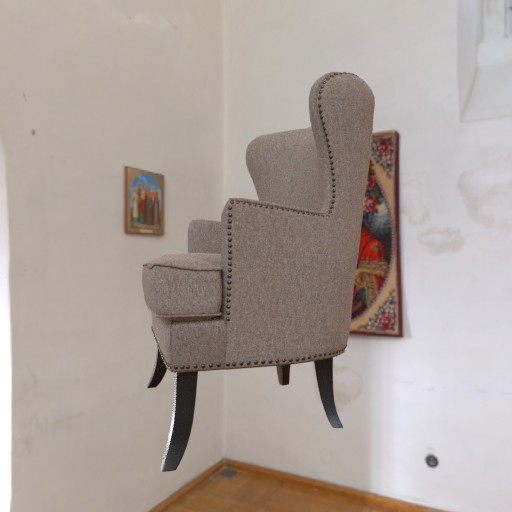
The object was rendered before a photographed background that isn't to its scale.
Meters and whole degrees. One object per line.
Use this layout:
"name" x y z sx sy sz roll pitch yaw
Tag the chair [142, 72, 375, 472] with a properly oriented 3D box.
"chair" 0.000 0.000 1.545 0.758 1.060 0.759 0 0 -17
